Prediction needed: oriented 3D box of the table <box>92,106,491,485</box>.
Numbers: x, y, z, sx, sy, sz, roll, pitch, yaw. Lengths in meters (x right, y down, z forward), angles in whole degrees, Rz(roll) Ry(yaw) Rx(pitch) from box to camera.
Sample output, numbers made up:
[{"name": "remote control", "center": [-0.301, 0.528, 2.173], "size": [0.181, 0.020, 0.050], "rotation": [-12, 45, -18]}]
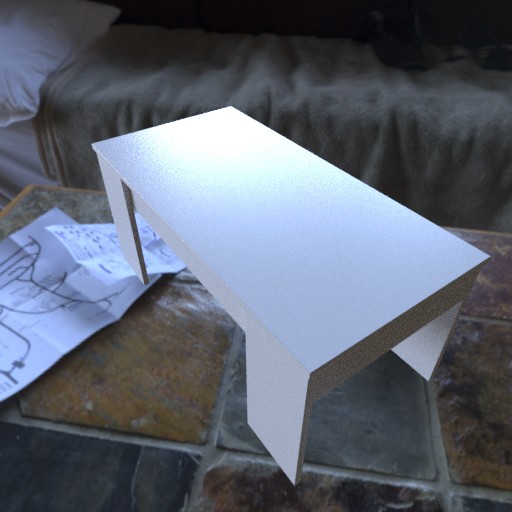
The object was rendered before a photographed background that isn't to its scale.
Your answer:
[{"name": "table", "center": [0.000, 0.000, 1.271], "size": [0.500, 0.440, 1.000], "rotation": [-25, 46, -26]}]
